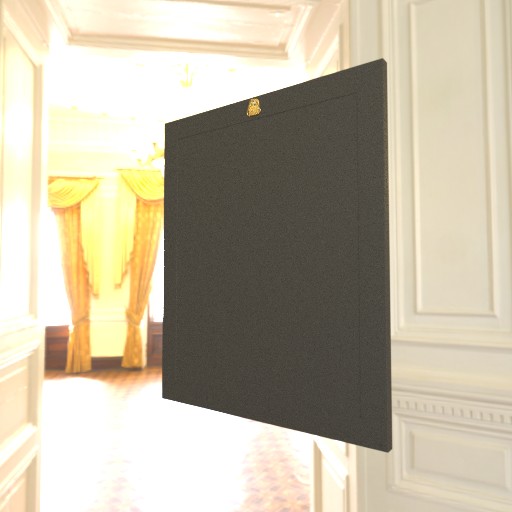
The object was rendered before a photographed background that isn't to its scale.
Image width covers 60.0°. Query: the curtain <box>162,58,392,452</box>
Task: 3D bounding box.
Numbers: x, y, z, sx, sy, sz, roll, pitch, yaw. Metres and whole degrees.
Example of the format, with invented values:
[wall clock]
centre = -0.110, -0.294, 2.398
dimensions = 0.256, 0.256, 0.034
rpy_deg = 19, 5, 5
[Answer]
[curtain]
centre = 0.000, 0.000, 0.803
dimensions = 0.483, 0.585, 0.027
rpy_deg = -2, -3, 36
